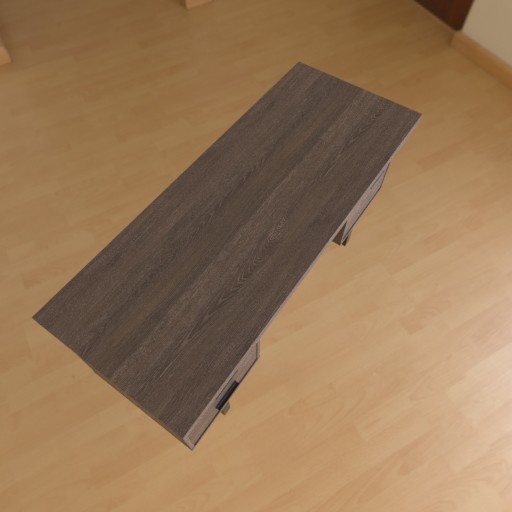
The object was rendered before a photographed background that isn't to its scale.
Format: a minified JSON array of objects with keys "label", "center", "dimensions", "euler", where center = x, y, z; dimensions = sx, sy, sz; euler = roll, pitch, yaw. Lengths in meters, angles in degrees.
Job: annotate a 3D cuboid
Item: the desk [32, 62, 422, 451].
[{"label":"desk","center":[0.000,0.000,1.909],"dimensions":[0.600,0.760,1.524],"euler":[31,64,17]}]
